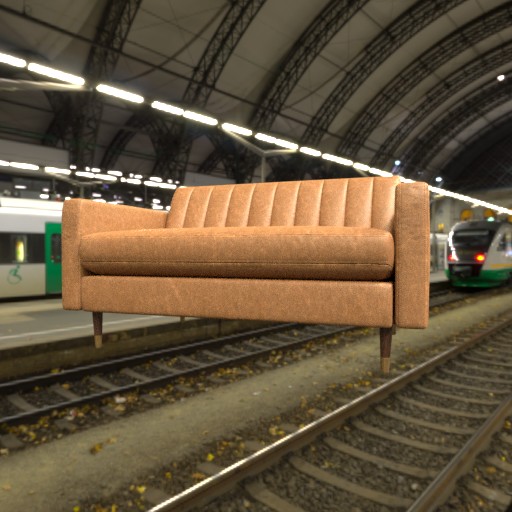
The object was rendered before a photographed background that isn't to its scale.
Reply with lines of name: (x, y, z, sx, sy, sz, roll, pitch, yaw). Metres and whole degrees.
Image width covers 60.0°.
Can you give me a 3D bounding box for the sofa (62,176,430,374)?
sofa: (0.000, 0.000, 2.124, 1.549, 0.820, 0.960, 0, 1, 19)
